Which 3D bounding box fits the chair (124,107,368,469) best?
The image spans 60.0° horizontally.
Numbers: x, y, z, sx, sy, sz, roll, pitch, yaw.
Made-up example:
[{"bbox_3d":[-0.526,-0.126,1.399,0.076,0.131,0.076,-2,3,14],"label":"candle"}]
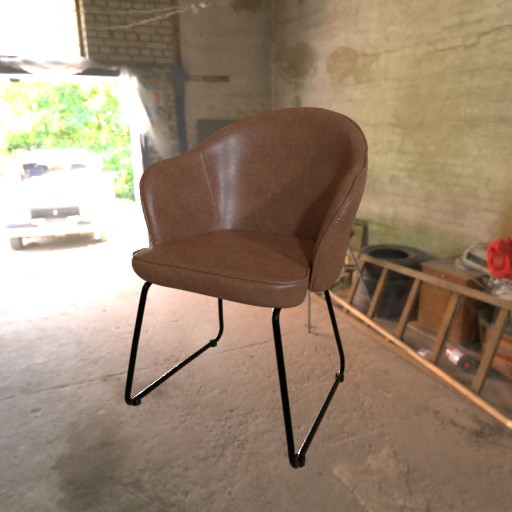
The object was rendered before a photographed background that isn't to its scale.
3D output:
[{"bbox_3d":[0.000,0.000,1.209,0.582,0.785,0.580,8,19,26],"label":"chair"}]
